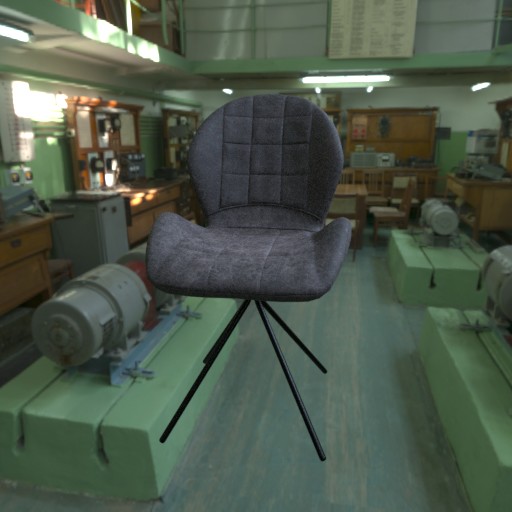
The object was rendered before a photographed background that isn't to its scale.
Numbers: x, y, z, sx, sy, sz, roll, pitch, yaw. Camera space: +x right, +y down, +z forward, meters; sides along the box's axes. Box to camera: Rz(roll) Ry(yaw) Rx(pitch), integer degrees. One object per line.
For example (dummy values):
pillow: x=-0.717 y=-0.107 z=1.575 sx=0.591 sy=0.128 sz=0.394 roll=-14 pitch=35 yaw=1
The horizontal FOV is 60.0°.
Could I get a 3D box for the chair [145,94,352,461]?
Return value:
chair: x=0.000 y=0.000 z=1.296 sx=0.527 sy=0.934 sz=0.640 roll=3 pitch=16 yaw=9
